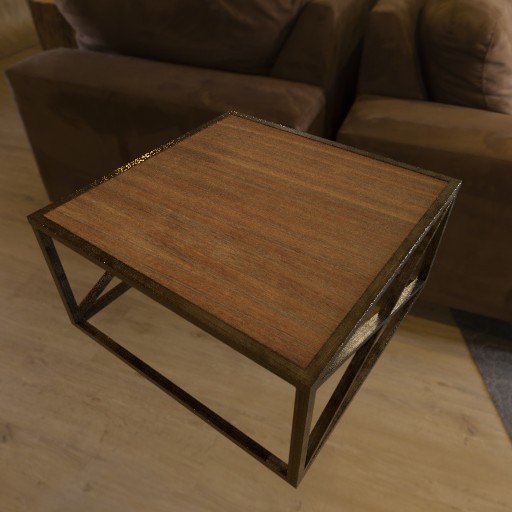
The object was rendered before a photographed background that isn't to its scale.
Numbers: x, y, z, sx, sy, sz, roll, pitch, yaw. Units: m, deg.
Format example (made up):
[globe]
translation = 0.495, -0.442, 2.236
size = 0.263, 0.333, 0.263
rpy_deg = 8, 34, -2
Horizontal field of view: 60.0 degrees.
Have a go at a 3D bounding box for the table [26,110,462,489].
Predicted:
[table]
translation = 0.000, 0.000, 1.436
size = 0.909, 0.451, 0.899
rpy_deg = 26, 47, 27
